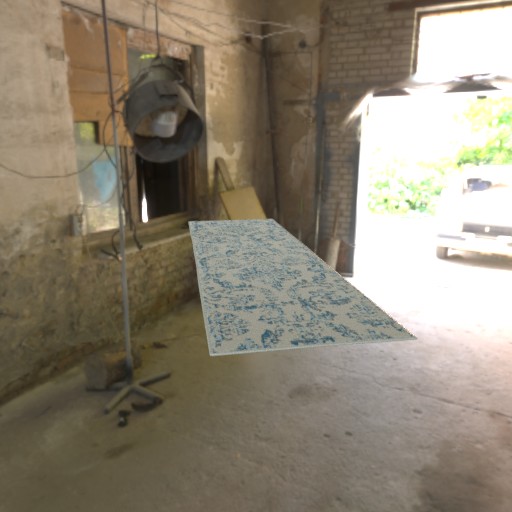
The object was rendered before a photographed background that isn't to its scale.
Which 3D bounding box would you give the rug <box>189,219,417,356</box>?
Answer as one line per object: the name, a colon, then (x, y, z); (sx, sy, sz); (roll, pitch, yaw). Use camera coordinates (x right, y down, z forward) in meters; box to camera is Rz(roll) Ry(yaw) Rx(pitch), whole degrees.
rug: (0.000, 0.000, 2.402); (0.662, 0.011, 2.196); (-3, 15, -10)
